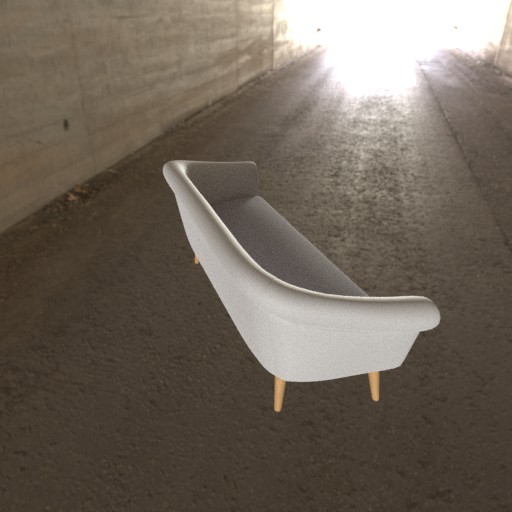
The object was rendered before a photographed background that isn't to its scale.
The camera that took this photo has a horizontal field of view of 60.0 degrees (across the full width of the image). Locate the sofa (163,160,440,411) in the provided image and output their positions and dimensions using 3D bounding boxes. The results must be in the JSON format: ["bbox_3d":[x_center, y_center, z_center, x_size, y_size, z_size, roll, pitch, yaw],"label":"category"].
[{"bbox_3d":[0.000,0.000,2.632,0.827,0.795,2.160,-11,31,-19],"label":"sofa"}]
